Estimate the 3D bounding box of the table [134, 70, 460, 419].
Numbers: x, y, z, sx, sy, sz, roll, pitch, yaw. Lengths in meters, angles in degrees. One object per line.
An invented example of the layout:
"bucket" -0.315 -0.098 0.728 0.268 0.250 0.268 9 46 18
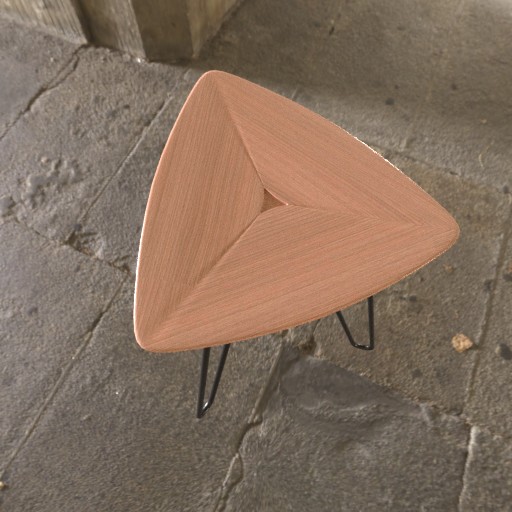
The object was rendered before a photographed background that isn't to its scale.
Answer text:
"table" 0.000 0.000 0.869 0.442 0.564 0.455 -19 66 -9
